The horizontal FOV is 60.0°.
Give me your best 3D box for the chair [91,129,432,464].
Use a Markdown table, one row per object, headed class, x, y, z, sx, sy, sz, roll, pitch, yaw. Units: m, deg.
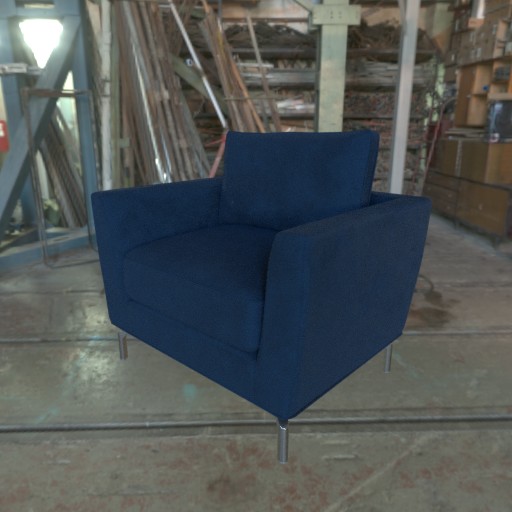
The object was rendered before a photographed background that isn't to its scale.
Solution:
| class | x | y | z | sx | sy | sz | roll | pitch | yaw |
| --- | --- | --- | --- | --- | --- | --- | --- | --- | --- |
| chair | 0.000 | 0.000 | 1.620 | 0.977 | 0.893 | 0.746 | 15 | 22 | 40 |
